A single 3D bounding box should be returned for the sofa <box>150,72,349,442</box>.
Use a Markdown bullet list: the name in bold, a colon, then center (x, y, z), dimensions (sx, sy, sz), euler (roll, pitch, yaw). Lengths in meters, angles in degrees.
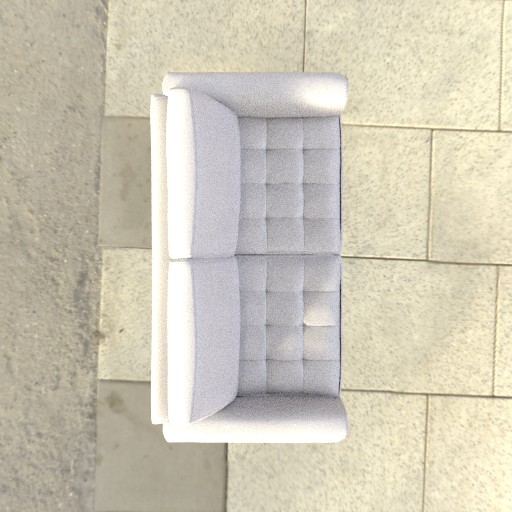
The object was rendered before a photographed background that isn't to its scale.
- **sofa**: center (0.000, 0.000, 2.698), dimensions (1.121, 0.930, 2.177), euler (0, 90, 1)
